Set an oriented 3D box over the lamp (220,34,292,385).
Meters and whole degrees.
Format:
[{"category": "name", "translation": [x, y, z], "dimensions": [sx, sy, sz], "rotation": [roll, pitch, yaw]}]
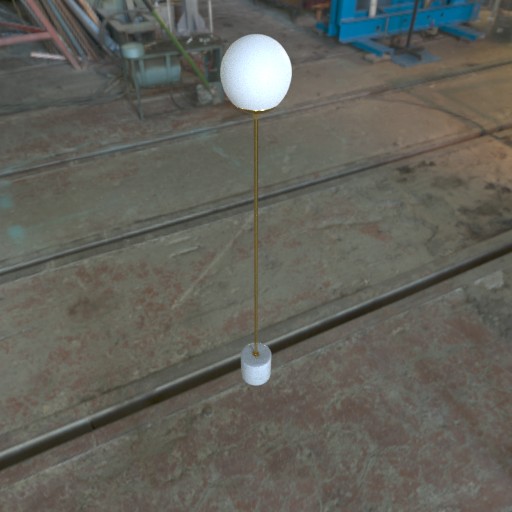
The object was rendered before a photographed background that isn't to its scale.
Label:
[{"category": "lamp", "translation": [0.000, 0.000, 1.898], "dimensions": [0.224, 1.753, 0.224], "rotation": [12, 43, 13]}]
